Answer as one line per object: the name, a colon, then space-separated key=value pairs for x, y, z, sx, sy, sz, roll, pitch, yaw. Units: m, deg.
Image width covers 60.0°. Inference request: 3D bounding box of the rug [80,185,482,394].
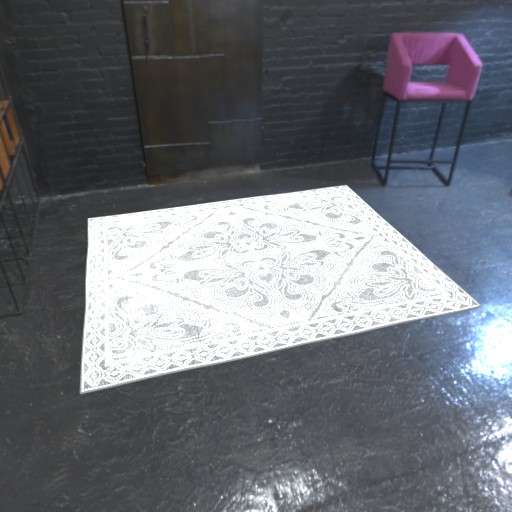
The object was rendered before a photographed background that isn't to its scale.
rug: x=0.000 y=0.000 z=4.117 sx=3.048 sy=0.012 sz=2.438 roll=-9 pitch=34 yaw=-13
